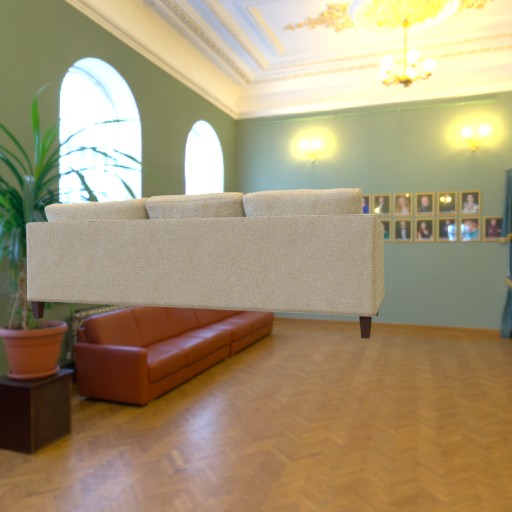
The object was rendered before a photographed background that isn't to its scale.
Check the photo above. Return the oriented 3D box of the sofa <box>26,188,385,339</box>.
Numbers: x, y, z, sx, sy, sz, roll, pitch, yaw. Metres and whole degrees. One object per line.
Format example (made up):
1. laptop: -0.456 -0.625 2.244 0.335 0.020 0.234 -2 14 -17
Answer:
1. sofa: 0.000 0.000 4.273 2.432 0.863 3.182 0 1 18
